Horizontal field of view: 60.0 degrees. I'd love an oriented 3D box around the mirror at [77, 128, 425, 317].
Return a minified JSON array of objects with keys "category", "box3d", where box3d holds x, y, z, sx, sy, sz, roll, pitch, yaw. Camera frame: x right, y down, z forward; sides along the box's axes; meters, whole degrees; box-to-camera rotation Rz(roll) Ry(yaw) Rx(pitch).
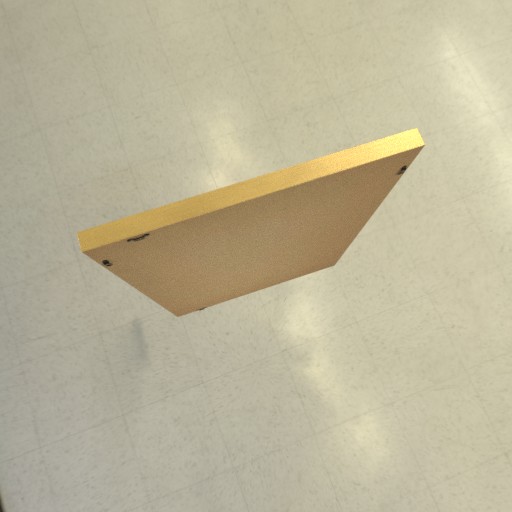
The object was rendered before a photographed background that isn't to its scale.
[{"category":"mirror","box3d":[0.000,0.000,1.191,0.609,0.915,0.040,-18,76,-5]}]
